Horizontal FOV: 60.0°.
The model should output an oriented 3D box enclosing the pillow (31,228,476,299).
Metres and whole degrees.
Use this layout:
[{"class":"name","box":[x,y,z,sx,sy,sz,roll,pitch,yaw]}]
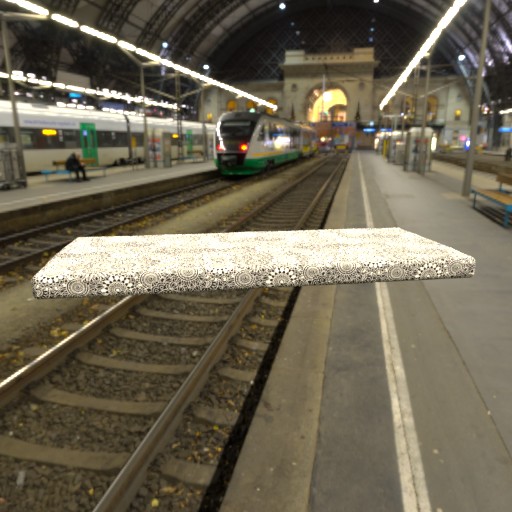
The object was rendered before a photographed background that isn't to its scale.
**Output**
[{"class":"pillow","box":[0.000,0.000,1.353,1.187,0.081,0.492,-2,15,-9]}]
